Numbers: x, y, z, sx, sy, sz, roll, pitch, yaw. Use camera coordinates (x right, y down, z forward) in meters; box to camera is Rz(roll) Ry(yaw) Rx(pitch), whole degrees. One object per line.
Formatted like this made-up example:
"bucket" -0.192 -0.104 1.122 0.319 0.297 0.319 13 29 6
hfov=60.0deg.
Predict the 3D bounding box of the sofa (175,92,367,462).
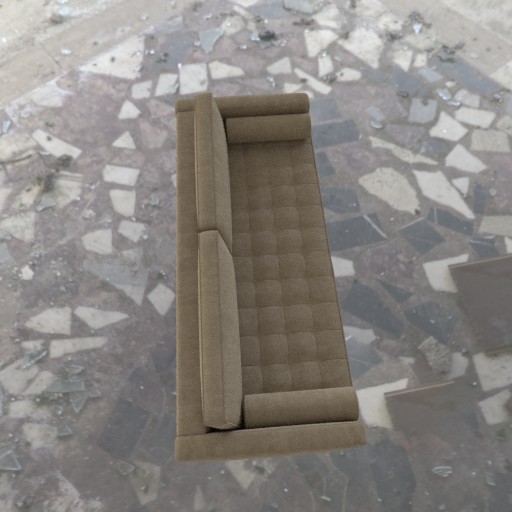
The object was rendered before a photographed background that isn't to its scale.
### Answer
"sofa" 0.000 0.000 2.654 0.919 0.770 2.200 -4 65 -2
